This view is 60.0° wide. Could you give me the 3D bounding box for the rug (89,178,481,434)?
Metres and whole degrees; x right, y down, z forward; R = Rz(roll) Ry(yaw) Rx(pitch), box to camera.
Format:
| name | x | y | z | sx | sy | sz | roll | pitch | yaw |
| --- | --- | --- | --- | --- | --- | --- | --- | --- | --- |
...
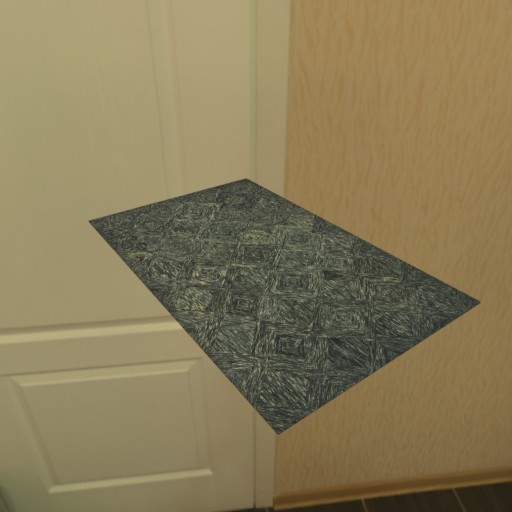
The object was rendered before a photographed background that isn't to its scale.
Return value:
| name | x | y | z | sx | sy | sz | roll | pitch | yaw |
| --- | --- | --- | --- | --- | --- | --- | --- | --- | --- |
| rug | 0.000 | 0.000 | 2.960 | 1.478 | 0.017 | 2.330 | -21 | 37 | -30 |
